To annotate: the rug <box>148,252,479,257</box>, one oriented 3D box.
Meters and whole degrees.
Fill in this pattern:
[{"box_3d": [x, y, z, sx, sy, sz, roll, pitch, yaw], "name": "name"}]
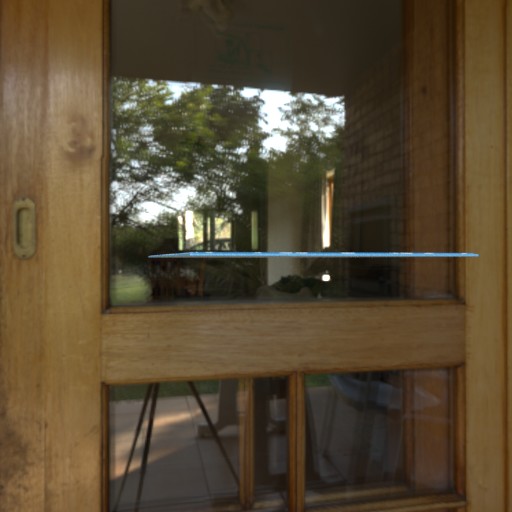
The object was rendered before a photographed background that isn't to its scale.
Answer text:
[{"box_3d": [0.000, 0.000, 1.421, 0.604, 0.007, 1.219, 0, 0, -17], "name": "rug"}]
